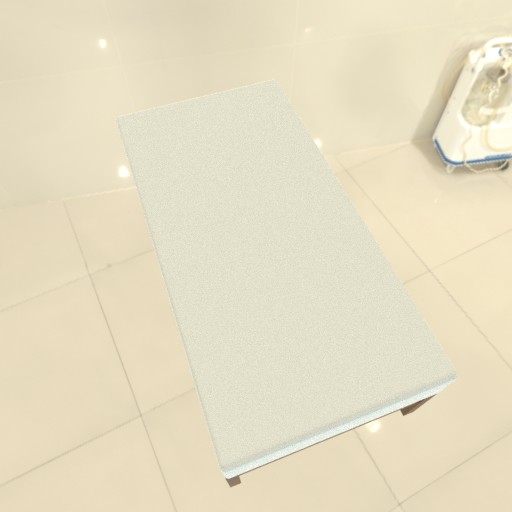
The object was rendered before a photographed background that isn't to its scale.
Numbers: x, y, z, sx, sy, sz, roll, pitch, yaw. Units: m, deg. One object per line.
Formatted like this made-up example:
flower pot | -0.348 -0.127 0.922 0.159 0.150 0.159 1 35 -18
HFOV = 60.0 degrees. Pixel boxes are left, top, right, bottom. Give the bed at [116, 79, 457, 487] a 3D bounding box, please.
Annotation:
bed | 0.000 0.000 2.321 0.961 0.616 1.902 -18 60 -11
